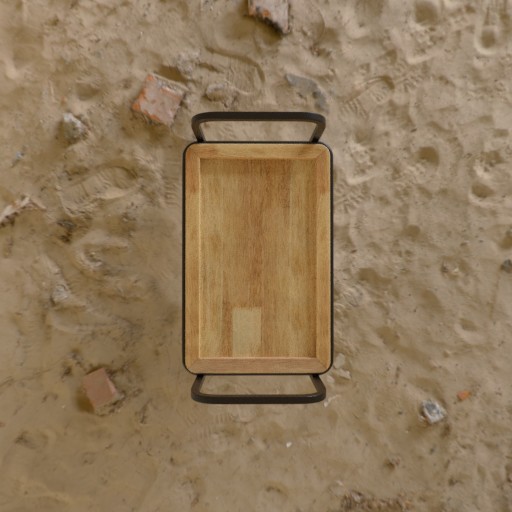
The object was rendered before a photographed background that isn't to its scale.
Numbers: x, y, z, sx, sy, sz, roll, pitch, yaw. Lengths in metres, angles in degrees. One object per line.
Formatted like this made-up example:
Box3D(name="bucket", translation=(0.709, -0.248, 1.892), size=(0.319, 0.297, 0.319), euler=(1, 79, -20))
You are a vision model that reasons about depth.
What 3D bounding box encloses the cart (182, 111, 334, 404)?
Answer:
Box3D(name="cart", translation=(0.000, 0.000, 1.331), size=(0.321, 1.080, 0.545), euler=(0, 89, -1))
